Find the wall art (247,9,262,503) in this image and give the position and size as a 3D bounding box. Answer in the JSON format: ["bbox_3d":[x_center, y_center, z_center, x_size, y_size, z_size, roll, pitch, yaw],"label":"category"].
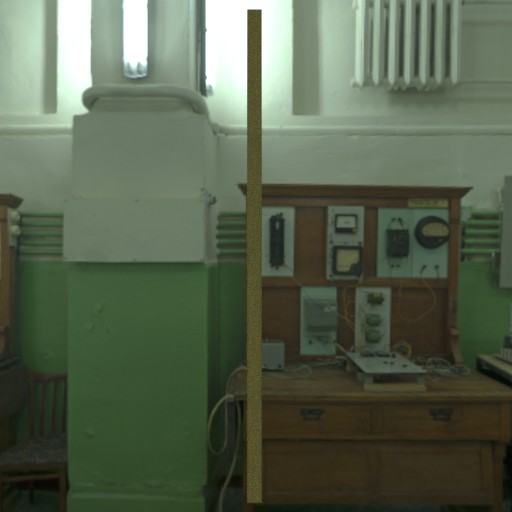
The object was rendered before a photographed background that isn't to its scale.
[{"bbox_3d":[0.000,0.000,1.298,0.030,1.002,0.798,0,0,0],"label":"wall art"}]
